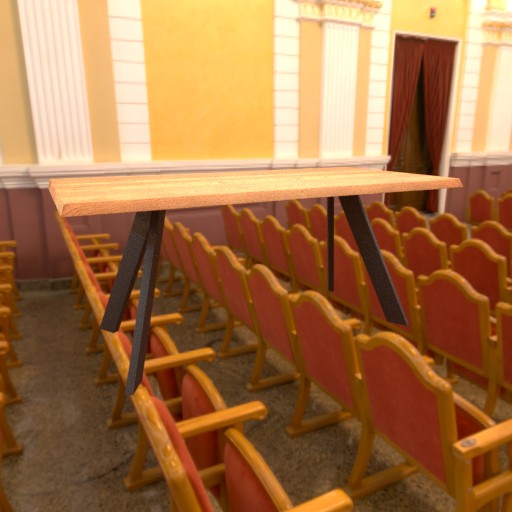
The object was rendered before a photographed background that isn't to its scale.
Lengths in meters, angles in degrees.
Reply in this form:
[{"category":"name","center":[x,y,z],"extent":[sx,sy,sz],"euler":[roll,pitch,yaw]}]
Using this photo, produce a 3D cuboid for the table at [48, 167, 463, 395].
[{"category":"table","center":[0.000,0.000,2.236],"extent":[1.800,0.770,0.900],"euler":[-8,17,-26]}]
